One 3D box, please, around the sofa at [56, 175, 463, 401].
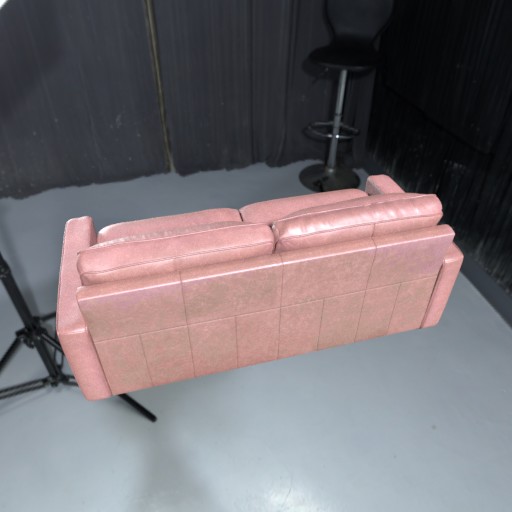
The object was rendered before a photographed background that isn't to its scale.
[{"bbox_3d":[0.000,0.000,2.548,2.080,0.919,0.940,-10,41,-11],"label":"sofa"}]
